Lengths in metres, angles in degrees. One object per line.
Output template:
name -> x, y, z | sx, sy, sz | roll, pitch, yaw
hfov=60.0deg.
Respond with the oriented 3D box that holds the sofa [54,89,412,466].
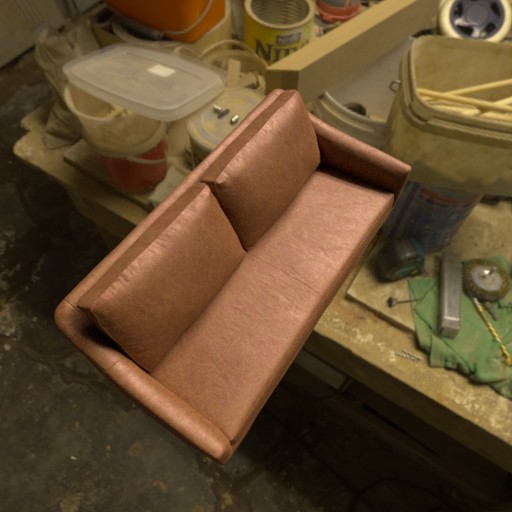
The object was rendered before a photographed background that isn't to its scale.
sofa -> 0.000, 0.000, 2.561 | 0.981, 0.945, 2.036 | 30, 64, 17
